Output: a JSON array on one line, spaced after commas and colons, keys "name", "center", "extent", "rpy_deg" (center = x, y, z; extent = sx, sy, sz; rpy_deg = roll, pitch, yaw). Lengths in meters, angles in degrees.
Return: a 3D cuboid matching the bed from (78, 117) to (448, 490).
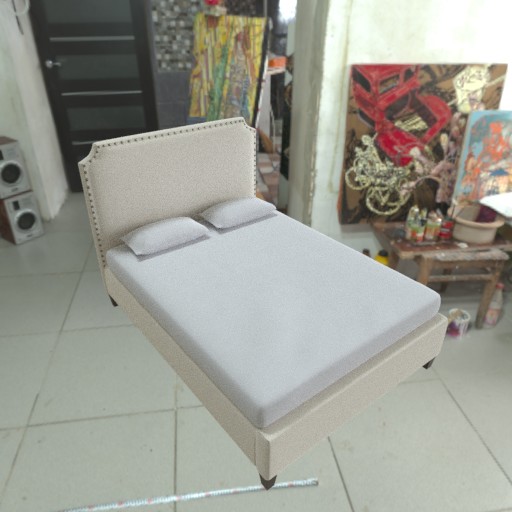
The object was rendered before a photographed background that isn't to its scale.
[{"name": "bed", "center": [0.000, 0.000, 3.395], "extent": [1.712, 1.497, 2.372], "rpy_deg": [-21, 36, -32]}]
